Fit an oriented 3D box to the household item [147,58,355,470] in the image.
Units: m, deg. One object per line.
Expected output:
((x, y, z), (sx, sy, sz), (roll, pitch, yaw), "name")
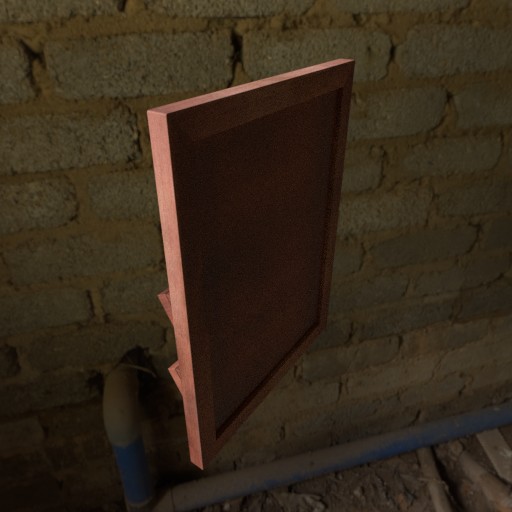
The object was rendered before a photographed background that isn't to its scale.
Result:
((0.000, 0.000, 0.533), (0.067, 0.407, 0.310), (20, 37, 29), "household item")
